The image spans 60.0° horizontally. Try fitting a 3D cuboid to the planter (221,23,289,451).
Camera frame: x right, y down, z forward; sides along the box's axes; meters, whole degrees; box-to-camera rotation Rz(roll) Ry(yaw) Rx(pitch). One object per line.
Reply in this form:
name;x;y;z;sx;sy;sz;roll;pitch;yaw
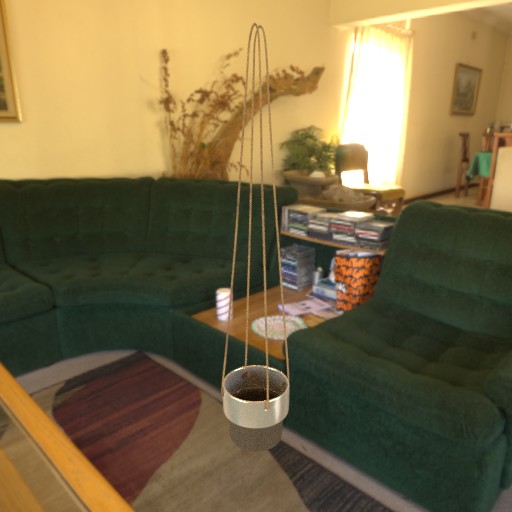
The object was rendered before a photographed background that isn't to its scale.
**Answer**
planter;0.000;0.000;1.133;0.187;1.073;0.187;8;18;26
